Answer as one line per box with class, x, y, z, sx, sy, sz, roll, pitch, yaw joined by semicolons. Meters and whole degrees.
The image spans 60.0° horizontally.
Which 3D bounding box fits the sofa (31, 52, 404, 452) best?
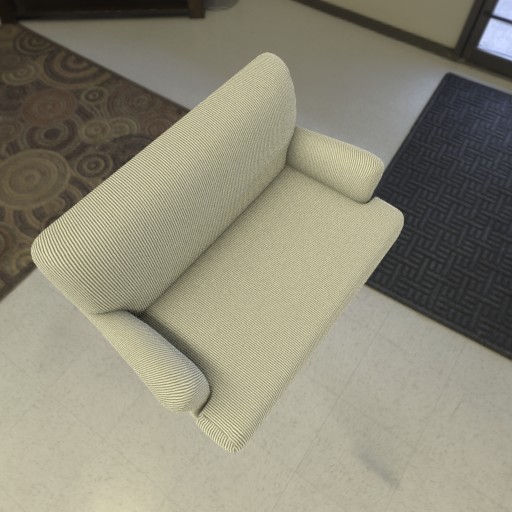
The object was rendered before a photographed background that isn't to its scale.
sofa;0.000;0.000;1.763;0.779;0.889;1.297;34;65;18
